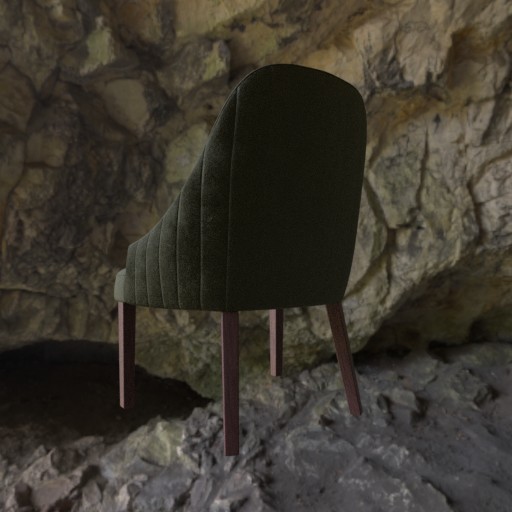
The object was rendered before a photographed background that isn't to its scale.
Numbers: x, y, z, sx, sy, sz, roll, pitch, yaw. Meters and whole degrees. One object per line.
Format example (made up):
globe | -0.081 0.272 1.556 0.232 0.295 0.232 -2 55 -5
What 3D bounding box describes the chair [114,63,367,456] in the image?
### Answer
chair | 0.000 0.000 1.279 0.643 0.889 0.575 0 0 -37
